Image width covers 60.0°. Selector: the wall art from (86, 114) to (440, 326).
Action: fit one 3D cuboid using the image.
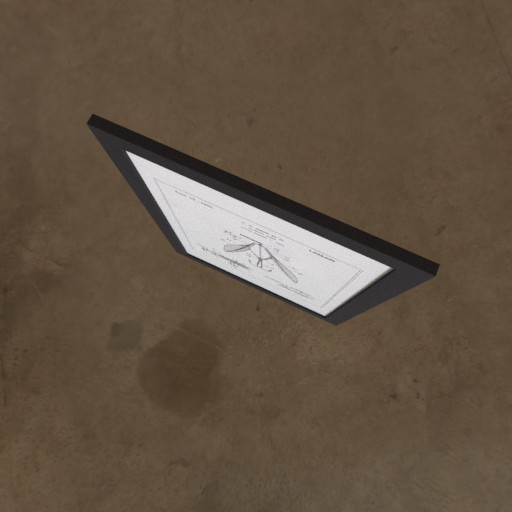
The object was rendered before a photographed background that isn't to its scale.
[{"bbox_3d":[0.000,0.000,0.698,0.380,0.534,0.013,24,77,6],"label":"wall art"}]
